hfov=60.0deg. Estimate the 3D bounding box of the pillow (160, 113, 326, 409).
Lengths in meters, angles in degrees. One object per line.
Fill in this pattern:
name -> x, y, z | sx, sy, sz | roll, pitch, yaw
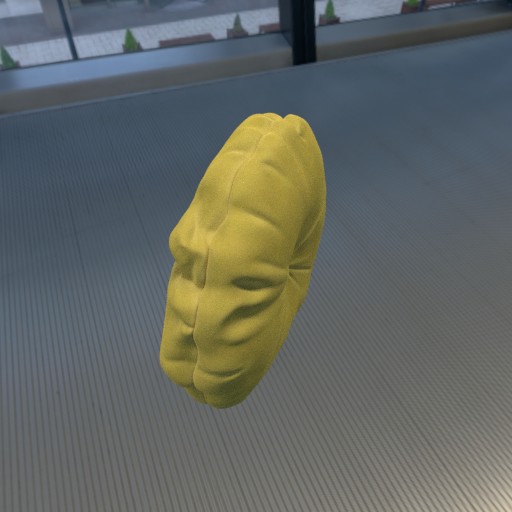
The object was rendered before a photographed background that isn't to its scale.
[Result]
pillow -> 0.000, 0.000, 0.660 | 0.148, 0.407, 0.428 | 15, 48, 14
